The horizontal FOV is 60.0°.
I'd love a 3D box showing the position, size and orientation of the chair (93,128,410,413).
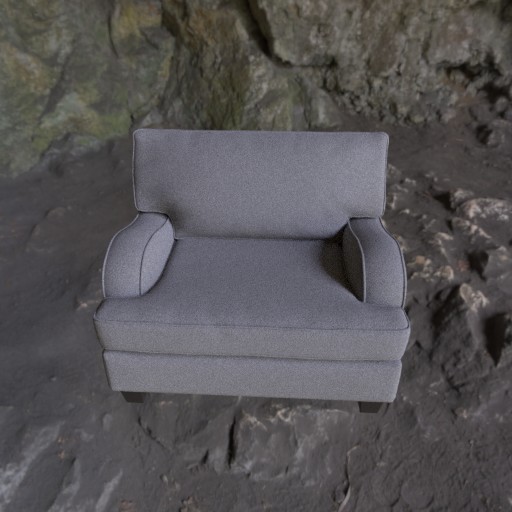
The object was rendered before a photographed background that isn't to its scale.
[{"bbox_3d":[0.000,0.000,2.051,1.220,1.016,1.040,2,30,3],"label":"chair"}]
